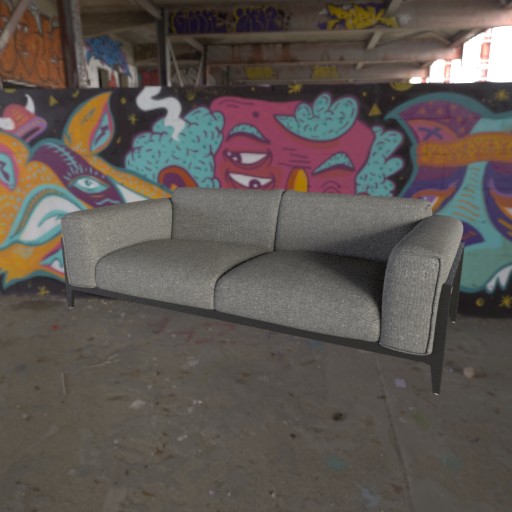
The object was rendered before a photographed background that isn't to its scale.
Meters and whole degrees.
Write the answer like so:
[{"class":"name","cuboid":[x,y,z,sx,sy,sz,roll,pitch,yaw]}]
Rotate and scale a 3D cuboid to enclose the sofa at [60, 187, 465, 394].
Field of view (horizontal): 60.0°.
[{"class":"sofa","cuboid":[0.000,0.000,2.550,2.125,0.703,0.985,7,16,27]}]
